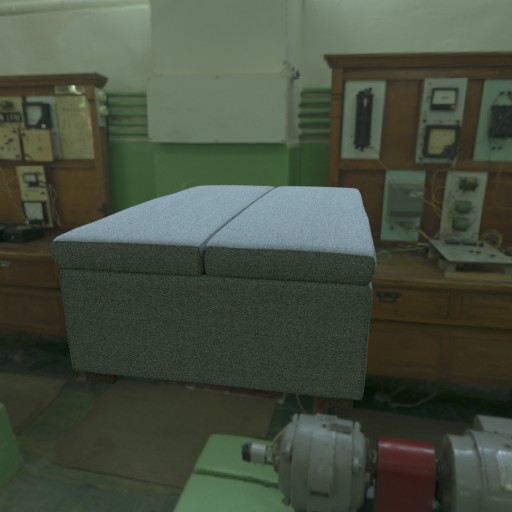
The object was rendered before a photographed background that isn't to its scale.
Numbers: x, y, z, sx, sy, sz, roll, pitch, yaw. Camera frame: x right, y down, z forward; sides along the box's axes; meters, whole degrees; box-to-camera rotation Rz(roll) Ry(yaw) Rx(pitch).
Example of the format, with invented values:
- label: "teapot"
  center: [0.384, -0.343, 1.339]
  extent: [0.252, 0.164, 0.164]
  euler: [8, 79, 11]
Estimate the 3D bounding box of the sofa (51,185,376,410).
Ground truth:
- label: "sofa"
  center: [0.000, 0.000, 1.653]
  extent: [0.817, 0.434, 1.250]
  euler: [3, 15, 10]
